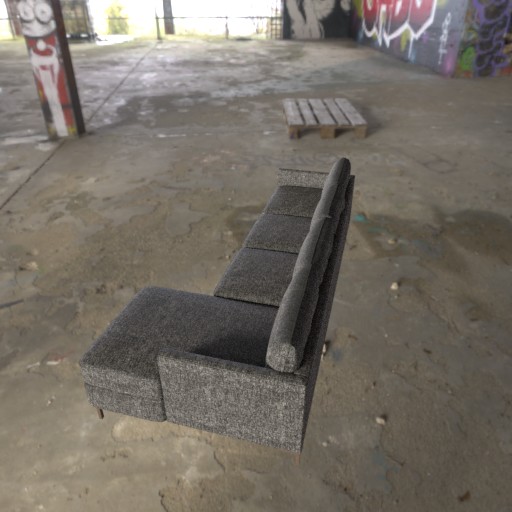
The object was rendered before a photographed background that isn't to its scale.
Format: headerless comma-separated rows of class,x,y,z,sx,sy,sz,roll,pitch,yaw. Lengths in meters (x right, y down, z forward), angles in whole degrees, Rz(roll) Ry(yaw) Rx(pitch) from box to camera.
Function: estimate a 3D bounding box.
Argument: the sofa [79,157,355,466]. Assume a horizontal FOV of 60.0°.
sofa,0.000,0.000,4.090,1.488,0.970,3.384,8,32,13
